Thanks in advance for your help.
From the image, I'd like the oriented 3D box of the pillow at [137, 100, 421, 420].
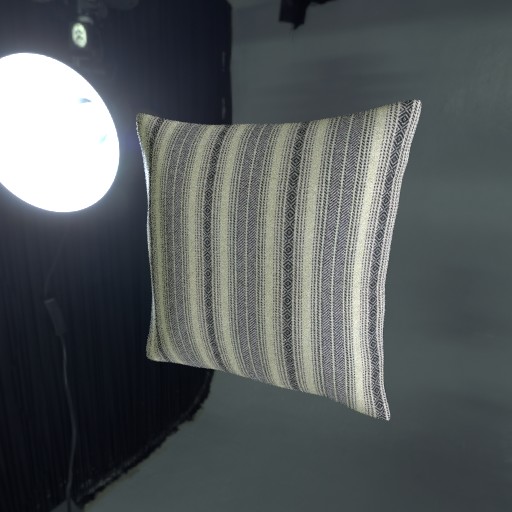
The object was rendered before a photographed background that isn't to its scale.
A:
[{"bbox_3d":[0.000,0.000,0.795,0.520,0.508,0.166,6,14,26],"label":"pillow"}]
